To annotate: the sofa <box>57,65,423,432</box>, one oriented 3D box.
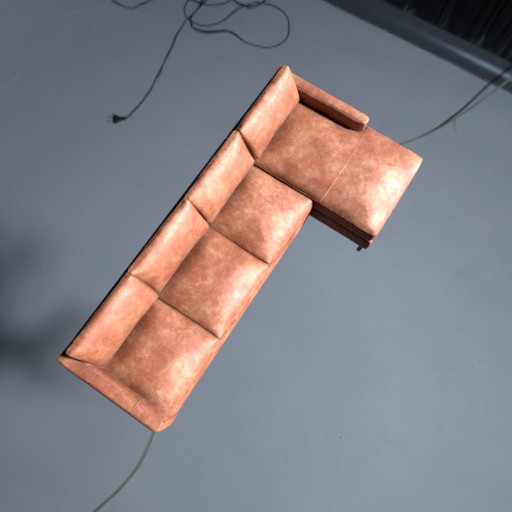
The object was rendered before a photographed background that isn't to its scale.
[{"bbox_3d":[0.000,0.000,3.593,1.471,0.859,2.993,32,77,8],"label":"sofa"}]
